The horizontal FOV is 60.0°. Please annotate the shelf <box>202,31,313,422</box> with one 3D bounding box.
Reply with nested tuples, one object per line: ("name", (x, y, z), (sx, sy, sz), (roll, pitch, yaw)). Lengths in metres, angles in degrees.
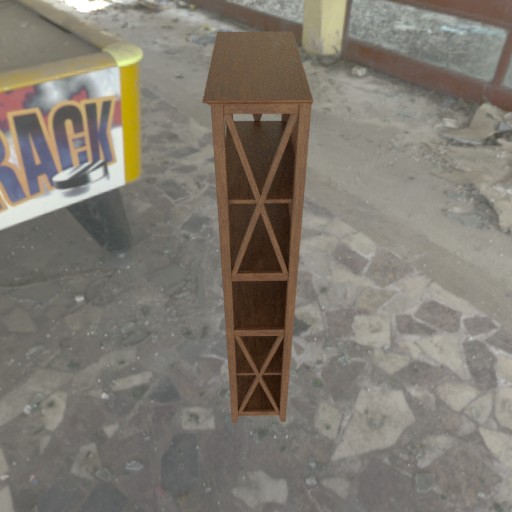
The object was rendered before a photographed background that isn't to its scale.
("shelf", (0.000, 0.000, 2.257), (0.335, 1.905, 0.805), (0, 40, -1))
